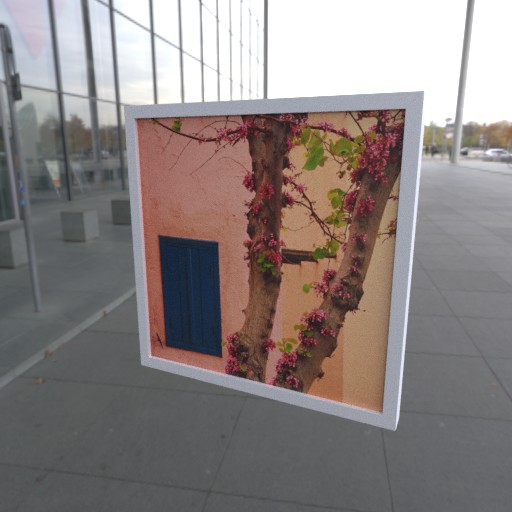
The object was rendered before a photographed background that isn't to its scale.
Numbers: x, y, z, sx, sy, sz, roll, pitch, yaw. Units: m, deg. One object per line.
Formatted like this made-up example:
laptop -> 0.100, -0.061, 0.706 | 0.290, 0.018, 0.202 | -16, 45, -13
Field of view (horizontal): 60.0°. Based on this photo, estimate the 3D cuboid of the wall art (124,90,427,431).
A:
wall art -> 0.000, 0.000, 0.764 | 0.507, 0.508, 0.038 | 7, 15, 25
